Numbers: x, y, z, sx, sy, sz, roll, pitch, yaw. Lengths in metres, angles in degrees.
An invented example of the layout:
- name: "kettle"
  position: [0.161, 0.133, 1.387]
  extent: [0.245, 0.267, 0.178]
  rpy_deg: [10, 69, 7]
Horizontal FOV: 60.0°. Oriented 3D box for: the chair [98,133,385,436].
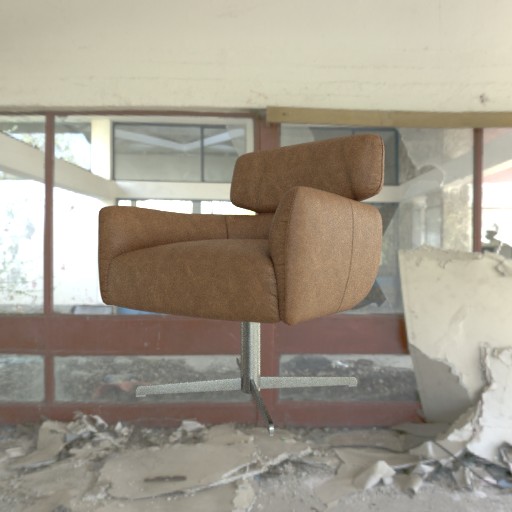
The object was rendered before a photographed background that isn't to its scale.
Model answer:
- name: "chair"
  position: [0.000, 0.000, 1.354]
  extent: [0.706, 0.812, 0.715]
  rpy_deg: [0, 0, 36]
